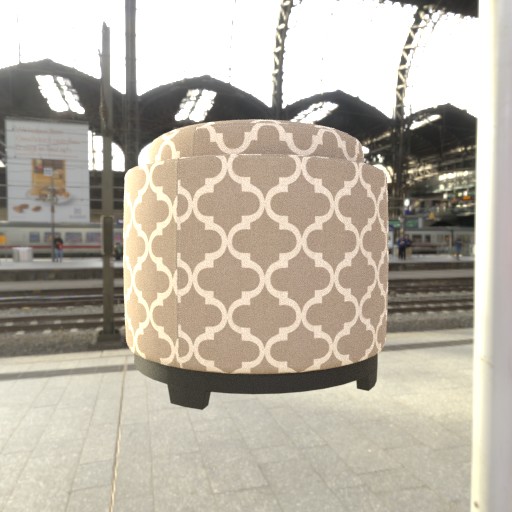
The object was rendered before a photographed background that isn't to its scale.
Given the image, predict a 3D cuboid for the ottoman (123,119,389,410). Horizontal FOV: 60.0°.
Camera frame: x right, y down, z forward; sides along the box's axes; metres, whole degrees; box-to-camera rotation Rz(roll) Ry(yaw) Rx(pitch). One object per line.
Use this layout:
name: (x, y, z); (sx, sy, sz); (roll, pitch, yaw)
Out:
ottoman: (0.000, 0.000, 0.837); (0.480, 0.429, 0.480); (0, 2, 0)
